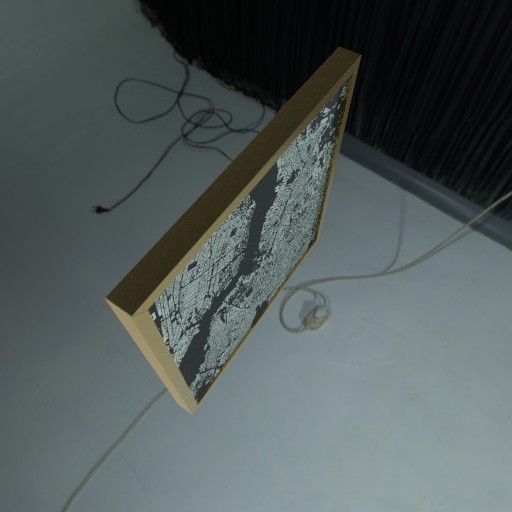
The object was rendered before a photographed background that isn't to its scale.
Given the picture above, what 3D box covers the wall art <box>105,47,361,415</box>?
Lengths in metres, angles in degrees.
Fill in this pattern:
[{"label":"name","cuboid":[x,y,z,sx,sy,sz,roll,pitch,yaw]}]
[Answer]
[{"label":"wall art","cuboid":[0.000,0.000,0.470,0.023,0.305,0.305,30,64,16]}]
